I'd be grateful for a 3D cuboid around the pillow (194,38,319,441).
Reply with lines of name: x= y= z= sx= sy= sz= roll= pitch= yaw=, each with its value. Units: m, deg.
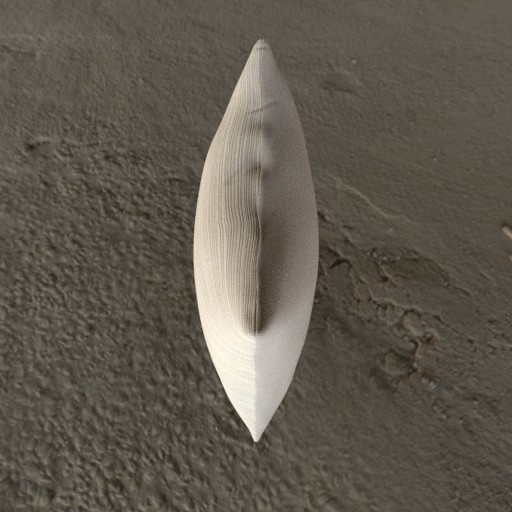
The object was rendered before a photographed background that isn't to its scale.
pillow: x=0.000 y=0.000 z=0.770 sx=0.204 sy=0.497 sz=0.512 roll=1 pitch=56 yaw=1
